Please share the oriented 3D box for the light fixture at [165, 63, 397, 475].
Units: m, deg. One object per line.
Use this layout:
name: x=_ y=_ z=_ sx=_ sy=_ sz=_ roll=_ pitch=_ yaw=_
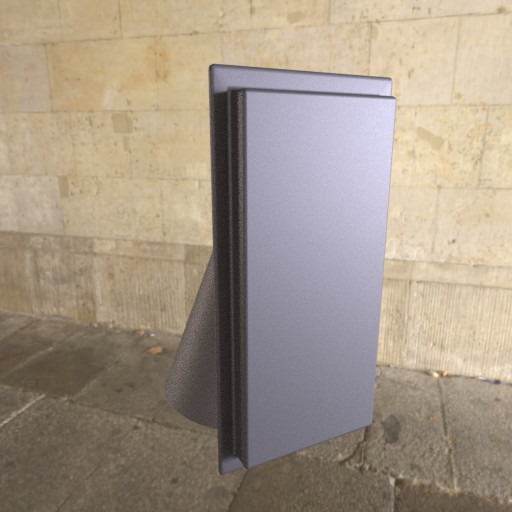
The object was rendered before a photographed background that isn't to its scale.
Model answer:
light fixture: x=0.000 y=0.000 z=0.411 sx=0.170 sy=0.298 sz=0.207 roll=-7 pitch=16 yaw=-26
